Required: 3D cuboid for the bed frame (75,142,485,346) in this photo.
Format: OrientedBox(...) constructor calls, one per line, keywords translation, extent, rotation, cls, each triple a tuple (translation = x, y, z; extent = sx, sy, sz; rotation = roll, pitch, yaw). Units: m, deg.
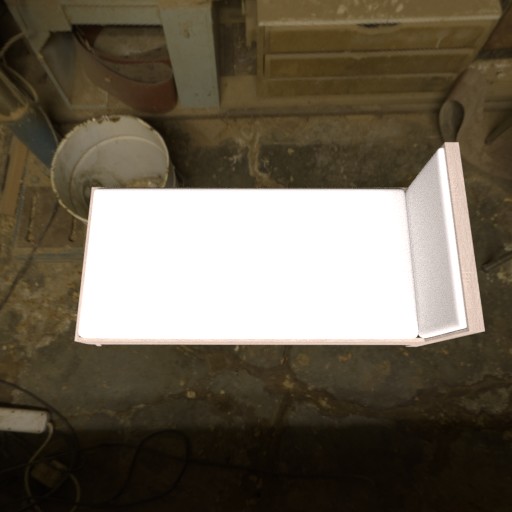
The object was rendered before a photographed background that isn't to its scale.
OrientedBox(translation=(0.000, 0.000, 2.649), extent=(2.140, 0.920, 0.990), rotation=(0, 74, 0), cls="bed frame")
